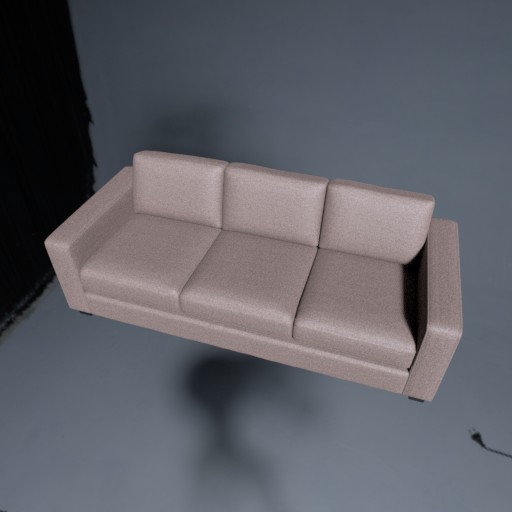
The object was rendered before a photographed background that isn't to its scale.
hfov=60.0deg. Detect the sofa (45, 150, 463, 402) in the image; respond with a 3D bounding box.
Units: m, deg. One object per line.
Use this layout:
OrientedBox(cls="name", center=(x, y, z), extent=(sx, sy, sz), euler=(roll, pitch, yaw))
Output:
OrientedBox(cls="sofa", center=(0.000, 0.000, 2.589), extent=(2.160, 0.806, 0.900), euler=(12, 42, 13))
